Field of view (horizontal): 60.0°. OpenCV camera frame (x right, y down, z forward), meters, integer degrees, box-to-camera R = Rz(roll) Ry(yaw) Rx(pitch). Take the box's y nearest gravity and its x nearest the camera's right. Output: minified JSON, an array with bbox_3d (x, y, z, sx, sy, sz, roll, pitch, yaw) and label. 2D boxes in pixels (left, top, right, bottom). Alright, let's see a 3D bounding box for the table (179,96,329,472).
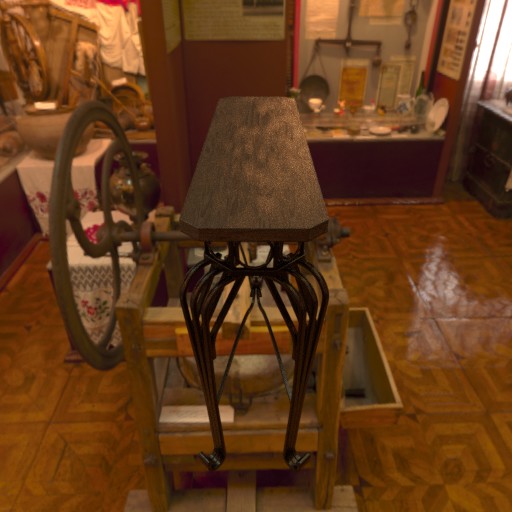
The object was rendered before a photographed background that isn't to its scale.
[{"bbox_3d":[0.000,0.000,1.498,0.329,0.800,1.112,0,32,0],"label":"table"}]
